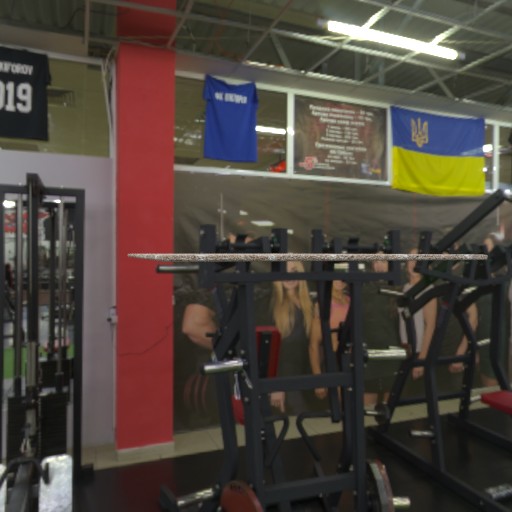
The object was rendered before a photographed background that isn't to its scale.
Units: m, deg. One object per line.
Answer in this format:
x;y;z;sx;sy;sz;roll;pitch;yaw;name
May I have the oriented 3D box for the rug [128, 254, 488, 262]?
0.000;0.000;3.447;1.778;0.030;2.743;0;0;-19;rug
